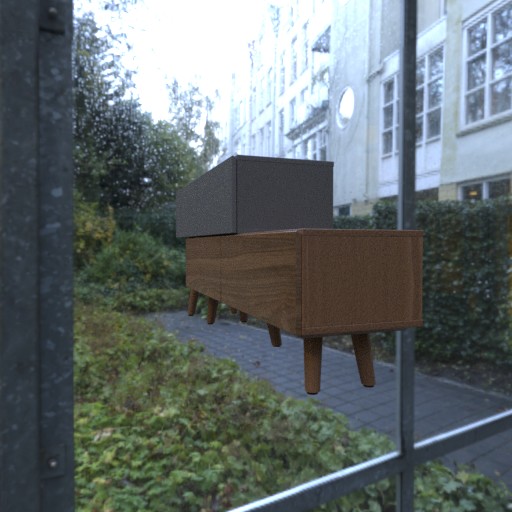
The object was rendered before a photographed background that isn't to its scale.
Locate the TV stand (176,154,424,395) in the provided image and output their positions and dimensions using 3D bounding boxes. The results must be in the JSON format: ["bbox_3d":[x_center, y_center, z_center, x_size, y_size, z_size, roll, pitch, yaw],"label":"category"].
[{"bbox_3d":[0.000,0.000,1.552,0.329,0.591,1.336,-1,2,-20],"label":"TV stand"}]
